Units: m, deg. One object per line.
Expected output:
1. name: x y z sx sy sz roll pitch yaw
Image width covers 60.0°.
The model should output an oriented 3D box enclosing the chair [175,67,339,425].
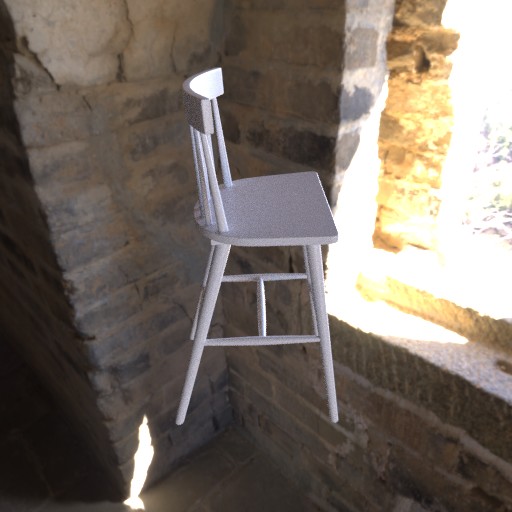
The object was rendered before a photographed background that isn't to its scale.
1. chair: 0.000 0.000 1.463 0.572 1.092 0.483 0 31 -1
